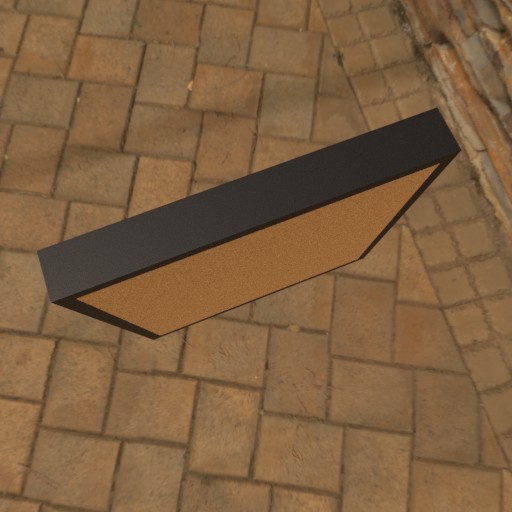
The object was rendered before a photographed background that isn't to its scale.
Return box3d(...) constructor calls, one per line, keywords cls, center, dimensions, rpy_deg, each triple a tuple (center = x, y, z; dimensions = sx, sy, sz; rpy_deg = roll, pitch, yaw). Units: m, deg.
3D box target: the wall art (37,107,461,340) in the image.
box3d(cls="wall art", center=(0.000, 0.000, 0.457), dimensions=(0.305, 0.304, 0.038), rpy_deg=(-21, 76, -6))
